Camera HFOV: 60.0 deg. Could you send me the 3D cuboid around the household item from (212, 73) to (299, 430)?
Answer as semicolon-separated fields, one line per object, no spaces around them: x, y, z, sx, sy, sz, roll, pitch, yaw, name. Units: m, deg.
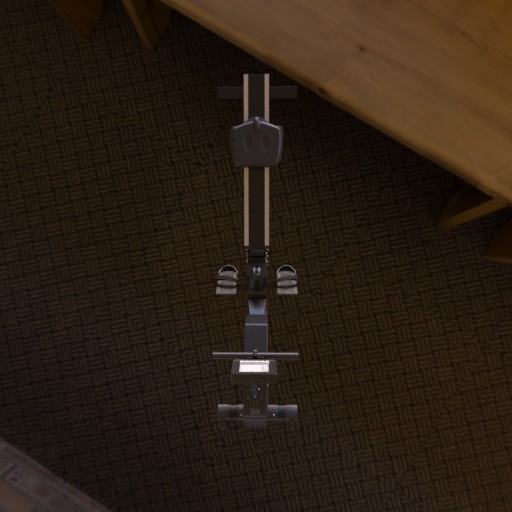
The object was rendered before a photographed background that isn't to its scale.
0.000;0.000;2.549;0.521;0.810;2.251;0;89;1;household item
